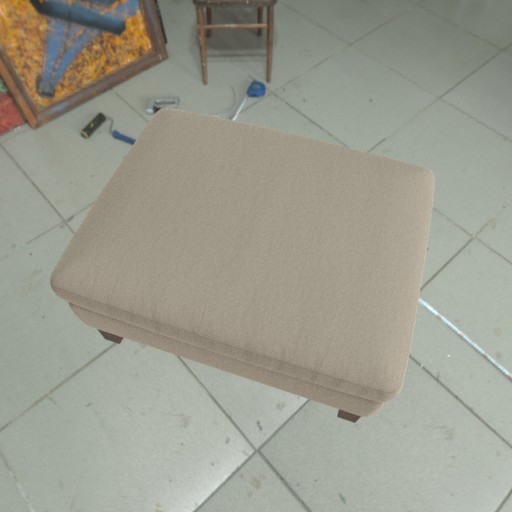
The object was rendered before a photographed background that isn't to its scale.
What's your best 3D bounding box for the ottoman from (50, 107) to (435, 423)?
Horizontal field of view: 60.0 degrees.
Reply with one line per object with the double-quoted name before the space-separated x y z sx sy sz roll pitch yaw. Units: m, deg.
"ottoman" 0.000 0.000 1.144 0.771 0.420 0.606 16 60 9
